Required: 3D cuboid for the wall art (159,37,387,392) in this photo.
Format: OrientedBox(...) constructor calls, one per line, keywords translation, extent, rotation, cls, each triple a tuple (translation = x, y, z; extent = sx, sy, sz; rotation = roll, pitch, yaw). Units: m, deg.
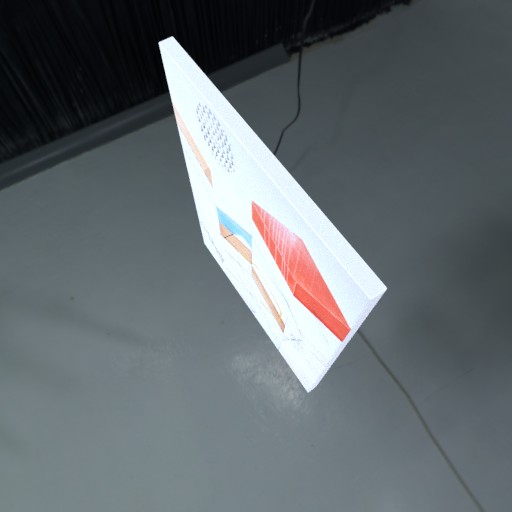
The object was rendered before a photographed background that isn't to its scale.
OrientedBox(translation=(0.000, 0.000, 1.626), extent=(0.046, 1.221, 0.914), rotation=(-31, 68, -14), cls="wall art")
